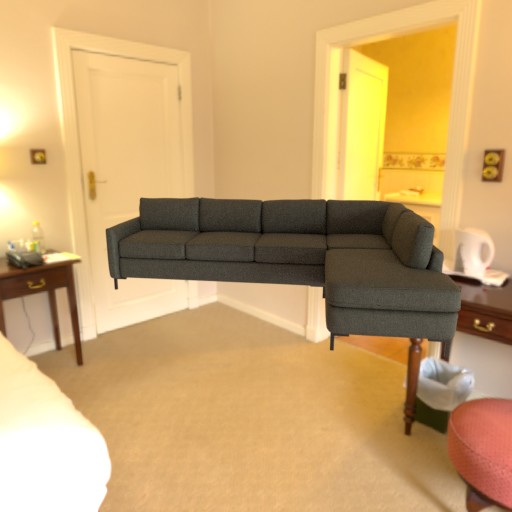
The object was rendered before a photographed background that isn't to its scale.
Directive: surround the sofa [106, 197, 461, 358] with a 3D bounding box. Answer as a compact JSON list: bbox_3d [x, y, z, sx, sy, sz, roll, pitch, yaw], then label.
[{"bbox_3d":[0.000,0.000,3.964,2.972,0.858,1.984,2,14,8],"label":"sofa"}]
